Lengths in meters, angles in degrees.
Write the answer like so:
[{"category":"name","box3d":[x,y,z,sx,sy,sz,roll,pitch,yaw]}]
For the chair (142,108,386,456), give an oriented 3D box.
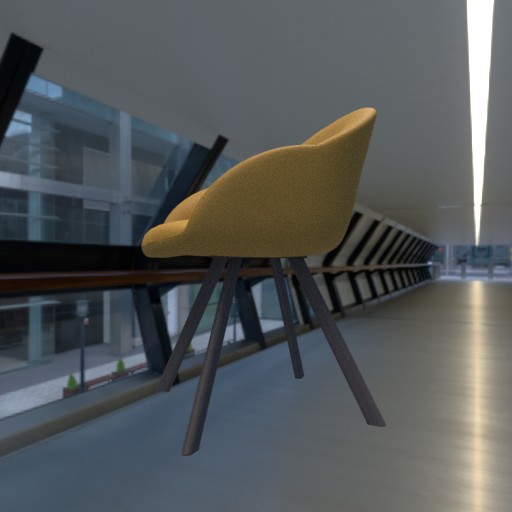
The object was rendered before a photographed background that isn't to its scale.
[{"category":"chair","box3d":[0.000,0.000,1.173,0.583,0.793,0.551,0,0,-19]}]
